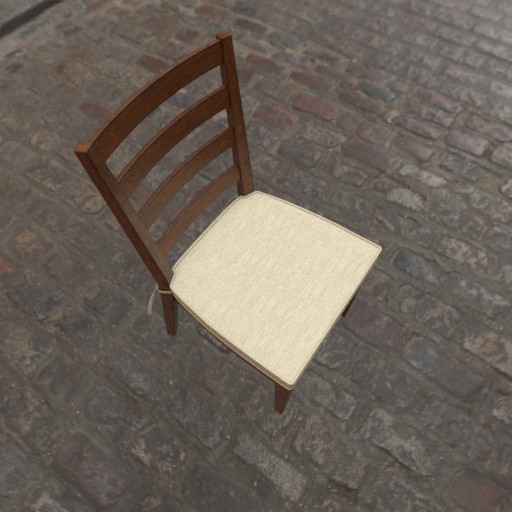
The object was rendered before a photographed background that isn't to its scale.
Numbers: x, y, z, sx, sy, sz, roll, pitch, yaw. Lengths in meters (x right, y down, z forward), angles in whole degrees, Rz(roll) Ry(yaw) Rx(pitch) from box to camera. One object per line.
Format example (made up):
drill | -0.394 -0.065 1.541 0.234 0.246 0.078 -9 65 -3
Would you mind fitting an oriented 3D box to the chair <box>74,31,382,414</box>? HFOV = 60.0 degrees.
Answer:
chair | 0.000 0.000 1.330 0.595 0.979 0.593 31 64 17
